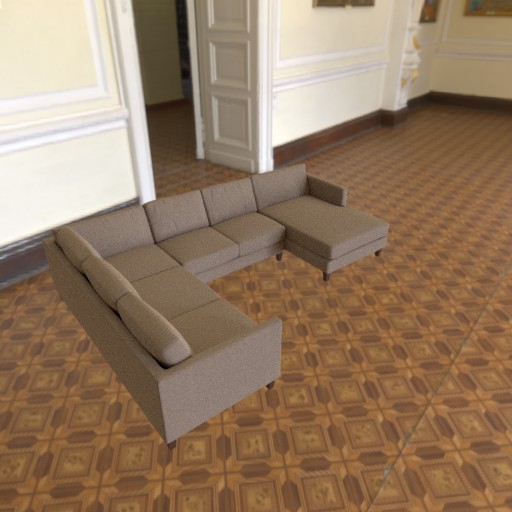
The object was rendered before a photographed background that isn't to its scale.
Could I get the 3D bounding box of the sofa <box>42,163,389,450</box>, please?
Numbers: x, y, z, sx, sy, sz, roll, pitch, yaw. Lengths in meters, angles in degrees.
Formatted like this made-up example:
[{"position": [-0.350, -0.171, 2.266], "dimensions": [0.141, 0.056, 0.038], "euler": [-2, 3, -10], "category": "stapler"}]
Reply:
[{"position": [0.000, 0.000, 4.542], "dimensions": [3.438, 0.865, 2.424], "euler": [-21, 36, -33], "category": "sofa"}]
